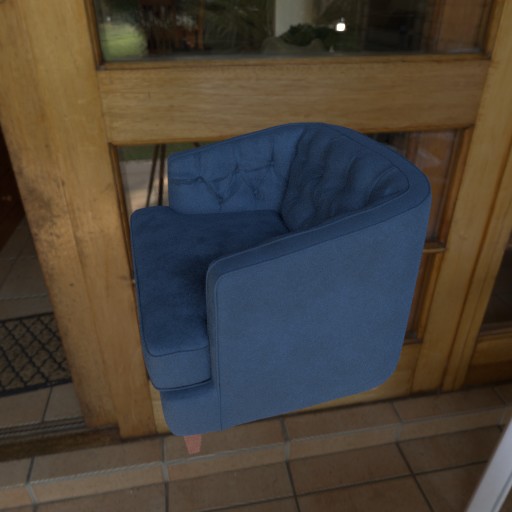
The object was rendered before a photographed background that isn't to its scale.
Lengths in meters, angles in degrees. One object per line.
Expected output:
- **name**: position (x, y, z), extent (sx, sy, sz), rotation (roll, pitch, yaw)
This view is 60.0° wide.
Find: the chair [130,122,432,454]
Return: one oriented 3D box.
- **chair**: position (0.000, 0.000, 1.745), extent (0.940, 0.852, 1.094), rotation (-8, 31, -14)
